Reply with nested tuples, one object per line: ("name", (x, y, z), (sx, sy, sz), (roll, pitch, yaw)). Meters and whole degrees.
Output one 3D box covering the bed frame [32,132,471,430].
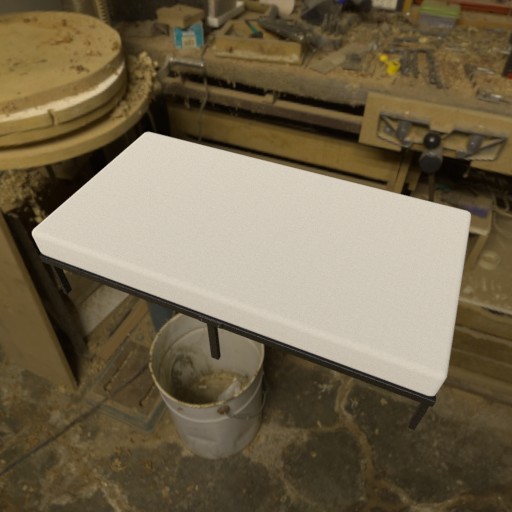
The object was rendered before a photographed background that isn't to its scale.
("bed frame", (0.000, 0.000, 3.172), (2.635, 0.680, 1.393), (17, 49, 16))
